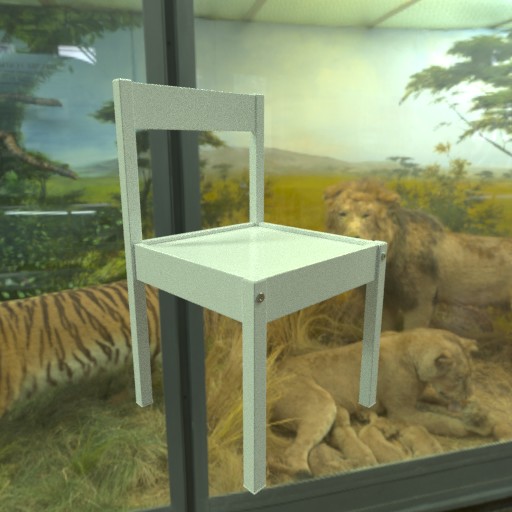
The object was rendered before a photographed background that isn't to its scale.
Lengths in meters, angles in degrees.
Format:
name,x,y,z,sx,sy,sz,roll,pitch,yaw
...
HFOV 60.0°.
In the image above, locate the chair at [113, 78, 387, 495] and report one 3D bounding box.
name,x,y,z,sx,sy,sz,roll,pitch,yaw
chair,0.000,0.000,0.677,0.285,0.505,0.285,-14,20,-43
